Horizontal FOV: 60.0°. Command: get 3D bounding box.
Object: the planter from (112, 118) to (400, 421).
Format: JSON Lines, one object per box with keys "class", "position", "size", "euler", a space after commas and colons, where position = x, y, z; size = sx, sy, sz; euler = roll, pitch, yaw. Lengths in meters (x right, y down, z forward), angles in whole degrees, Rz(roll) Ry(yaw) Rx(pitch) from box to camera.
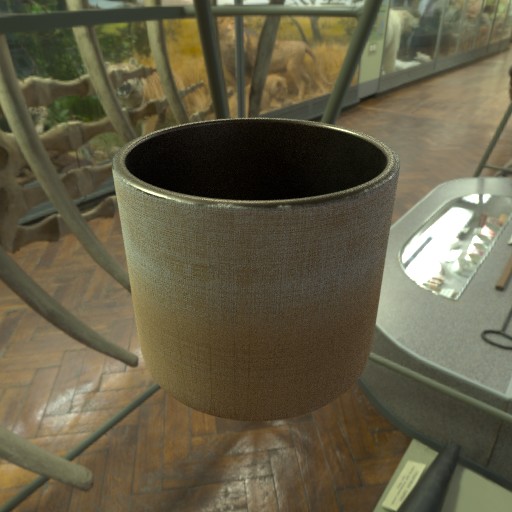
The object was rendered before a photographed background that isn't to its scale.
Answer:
{"class": "planter", "position": [0.000, 0.000, 0.451], "size": [0.254, 0.221, 0.254], "euler": [0, 30, 0]}
